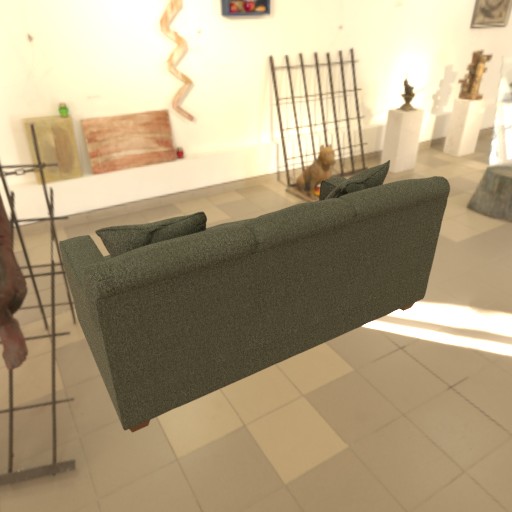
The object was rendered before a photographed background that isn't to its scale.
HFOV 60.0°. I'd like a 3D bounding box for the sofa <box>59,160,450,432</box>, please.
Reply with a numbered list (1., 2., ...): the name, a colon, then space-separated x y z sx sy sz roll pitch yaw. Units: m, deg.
1. sofa: 0.000 0.000 2.621 2.024 0.958 0.997 -17 34 -27
